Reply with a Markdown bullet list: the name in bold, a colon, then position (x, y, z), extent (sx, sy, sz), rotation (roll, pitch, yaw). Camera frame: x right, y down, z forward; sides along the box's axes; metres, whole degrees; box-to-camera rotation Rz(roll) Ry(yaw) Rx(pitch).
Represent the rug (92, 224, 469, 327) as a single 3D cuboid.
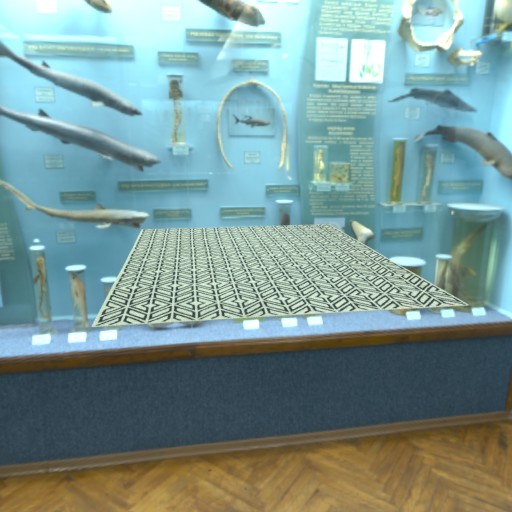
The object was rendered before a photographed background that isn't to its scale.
- **rug**: position (0.000, 0.000, 4.243), extent (2.421, 0.008, 3.045), rotation (-2, 15, -8)
